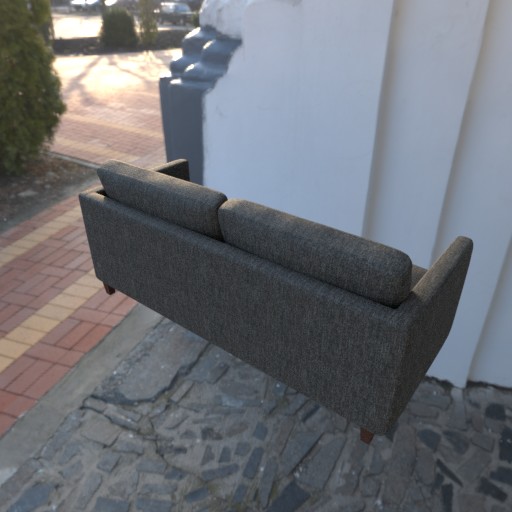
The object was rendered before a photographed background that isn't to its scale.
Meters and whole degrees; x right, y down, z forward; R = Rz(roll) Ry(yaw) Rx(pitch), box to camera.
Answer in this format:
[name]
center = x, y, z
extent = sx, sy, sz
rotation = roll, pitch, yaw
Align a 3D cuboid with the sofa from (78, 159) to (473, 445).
[sofa]
center = 0.000, 0.000, 2.701
extent = 2.208, 0.960, 0.948
rotation = 21, 36, 32
